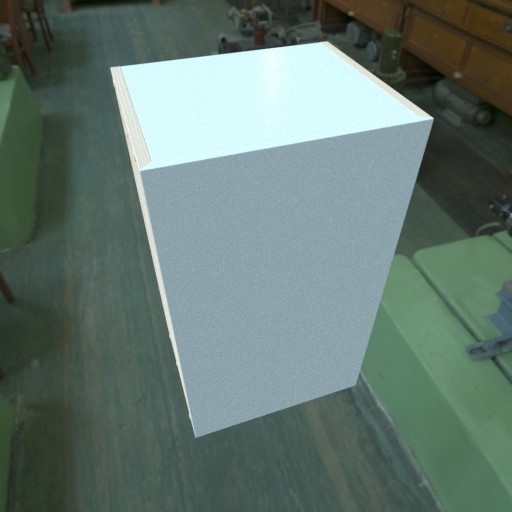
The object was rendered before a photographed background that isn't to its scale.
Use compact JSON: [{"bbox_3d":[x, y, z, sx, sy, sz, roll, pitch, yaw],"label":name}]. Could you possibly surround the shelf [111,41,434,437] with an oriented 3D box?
[{"bbox_3d":[0.000,0.000,0.790,0.350,0.600,0.290,-13,45,-14],"label":"shelf"}]
